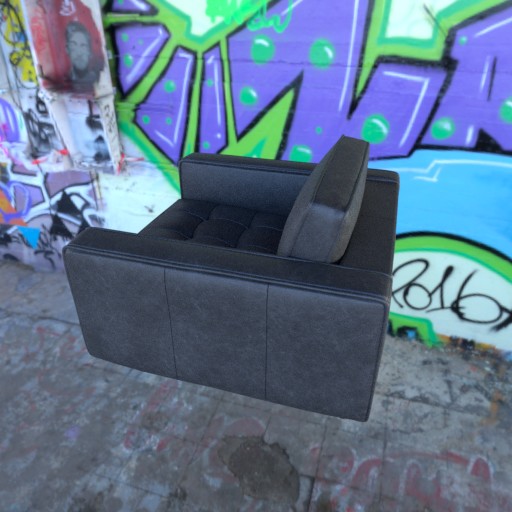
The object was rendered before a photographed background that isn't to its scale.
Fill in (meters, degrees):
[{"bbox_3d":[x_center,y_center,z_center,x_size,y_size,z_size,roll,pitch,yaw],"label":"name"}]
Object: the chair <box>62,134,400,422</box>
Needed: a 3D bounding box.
[{"bbox_3d":[0.000,0.000,1.574,0.914,0.763,0.889,9,32,14],"label":"chair"}]
